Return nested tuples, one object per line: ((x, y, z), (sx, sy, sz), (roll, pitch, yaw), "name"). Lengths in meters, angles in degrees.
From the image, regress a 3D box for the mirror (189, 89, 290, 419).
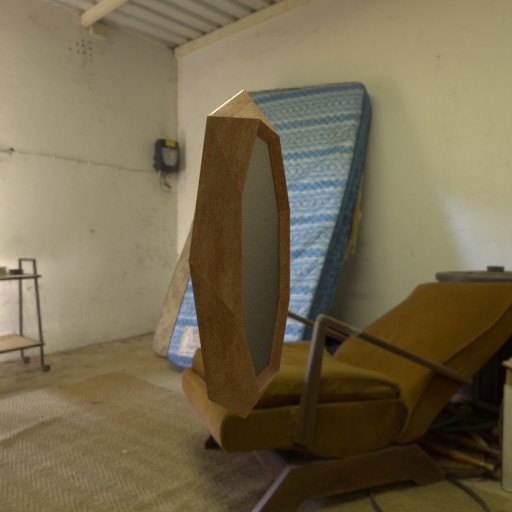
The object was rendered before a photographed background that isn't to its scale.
((0.000, 0.000, 1.032), (0.070, 0.774, 0.577), (1, 2, 18), "mirror")
